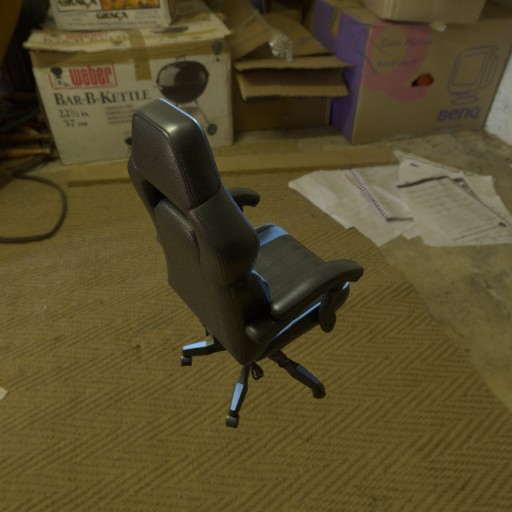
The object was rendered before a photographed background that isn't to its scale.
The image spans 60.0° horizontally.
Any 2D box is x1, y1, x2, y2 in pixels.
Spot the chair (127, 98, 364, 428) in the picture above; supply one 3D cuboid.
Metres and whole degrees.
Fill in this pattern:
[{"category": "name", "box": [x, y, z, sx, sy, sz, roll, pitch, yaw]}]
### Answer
[{"category": "chair", "box": [0.000, 0.000, 1.685, 0.700, 1.280, 0.700, -26, 47, -28]}]
